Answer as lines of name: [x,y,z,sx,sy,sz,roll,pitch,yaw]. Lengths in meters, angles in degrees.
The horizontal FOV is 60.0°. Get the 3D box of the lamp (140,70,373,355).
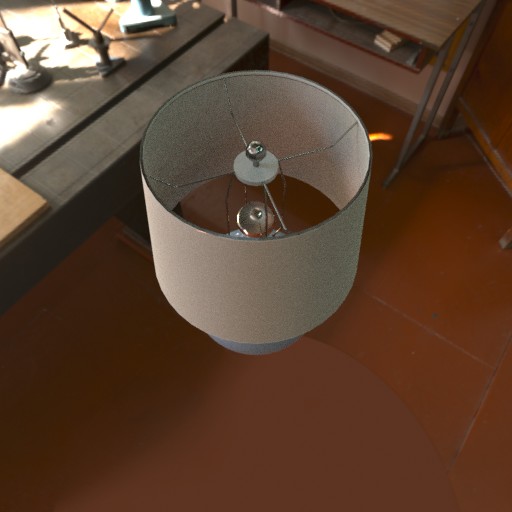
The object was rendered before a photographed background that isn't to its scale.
lamp: [0.000,0.000,0.559,0.247,0.387,0.247,0,59,0]
